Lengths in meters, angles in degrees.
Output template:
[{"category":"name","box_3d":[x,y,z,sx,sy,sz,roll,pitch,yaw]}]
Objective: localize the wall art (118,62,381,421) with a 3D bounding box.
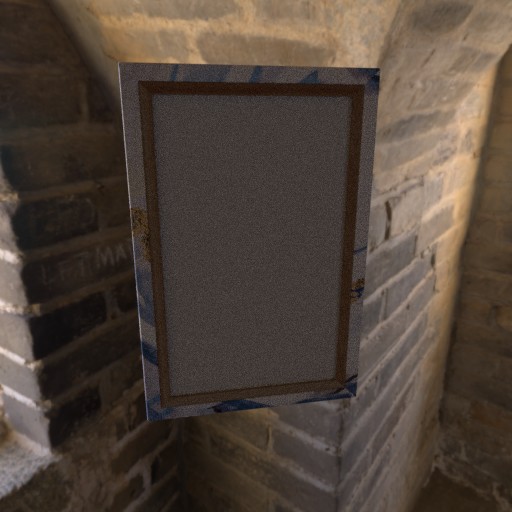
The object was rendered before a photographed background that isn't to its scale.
[{"category":"wall art","box_3d":[0.000,0.000,1.149,0.610,0.914,0.016,-3,17,-10]}]
